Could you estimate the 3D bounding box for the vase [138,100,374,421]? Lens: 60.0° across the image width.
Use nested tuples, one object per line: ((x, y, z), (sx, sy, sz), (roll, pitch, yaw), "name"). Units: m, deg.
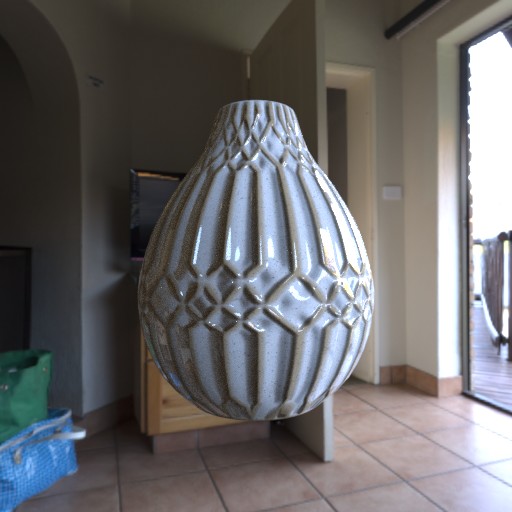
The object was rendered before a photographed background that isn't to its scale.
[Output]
((0.000, 0.000, 0.309), (0.159, 0.200, 0.159), (0, 0, 0), "vase")
